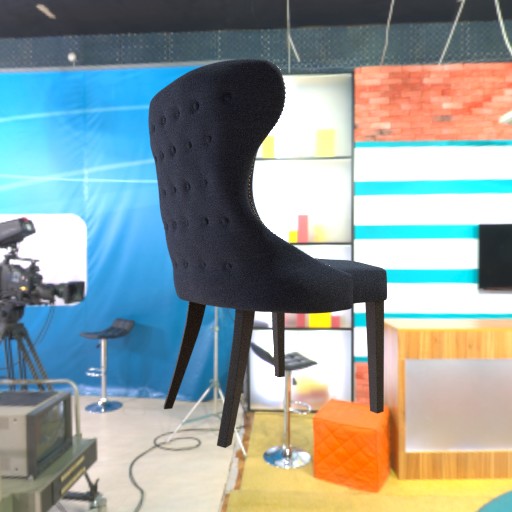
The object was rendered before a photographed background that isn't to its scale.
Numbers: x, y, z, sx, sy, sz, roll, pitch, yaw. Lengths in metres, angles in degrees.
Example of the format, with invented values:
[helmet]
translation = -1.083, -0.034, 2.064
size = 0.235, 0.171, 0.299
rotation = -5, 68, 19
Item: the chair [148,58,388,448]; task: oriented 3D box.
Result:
[chair]
translation = 0.000, 0.000, 1.401
size = 0.635, 0.967, 0.628
rotation = 0, 0, -36
